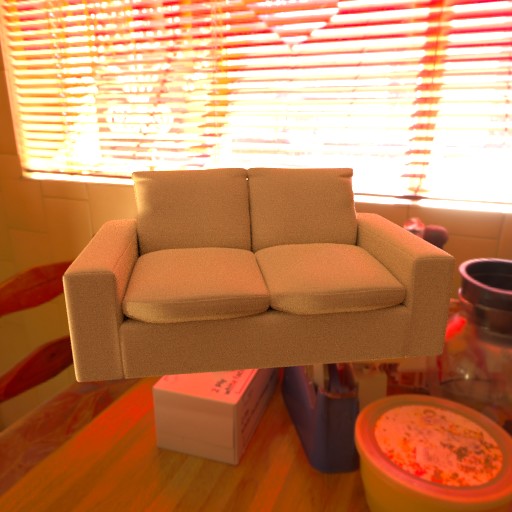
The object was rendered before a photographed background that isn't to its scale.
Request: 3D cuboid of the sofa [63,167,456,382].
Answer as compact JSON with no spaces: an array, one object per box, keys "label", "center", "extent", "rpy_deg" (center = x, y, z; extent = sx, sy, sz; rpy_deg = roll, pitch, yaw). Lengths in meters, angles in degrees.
[{"label":"sofa","center":[0.000,0.000,2.420],"extent":[1.754,0.875,1.091],"rpy_deg":[-2,17,-8]}]
